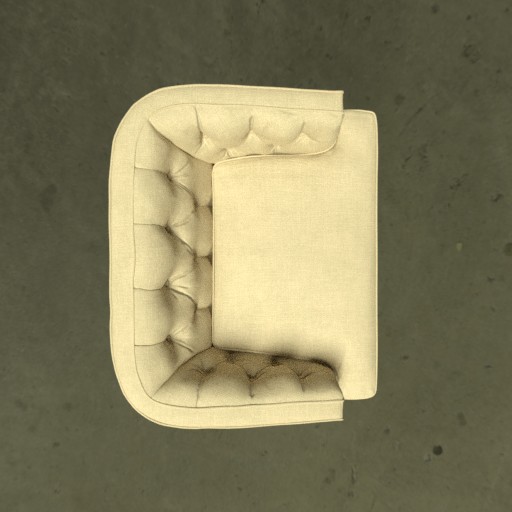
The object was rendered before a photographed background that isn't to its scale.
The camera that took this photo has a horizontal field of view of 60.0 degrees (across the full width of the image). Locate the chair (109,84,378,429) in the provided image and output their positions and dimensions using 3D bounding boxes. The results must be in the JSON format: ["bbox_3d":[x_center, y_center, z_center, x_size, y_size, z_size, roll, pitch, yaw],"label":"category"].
[{"bbox_3d":[0.000,0.000,1.719,0.914,0.787,1.118,0,91,-1],"label":"chair"}]
